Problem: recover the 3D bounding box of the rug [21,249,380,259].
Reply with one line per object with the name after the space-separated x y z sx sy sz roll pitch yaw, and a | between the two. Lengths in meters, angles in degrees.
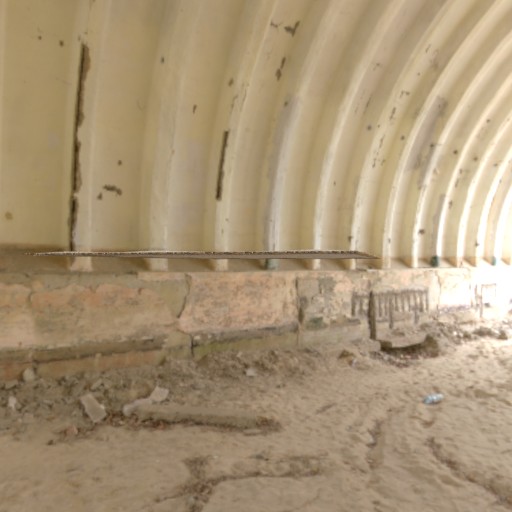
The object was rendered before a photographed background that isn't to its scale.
0.000 0.000 2.976 1.529 0.027 2.434 0 -1 18 | rug
